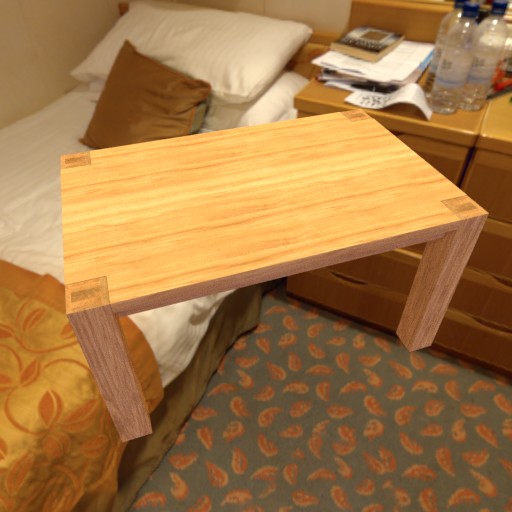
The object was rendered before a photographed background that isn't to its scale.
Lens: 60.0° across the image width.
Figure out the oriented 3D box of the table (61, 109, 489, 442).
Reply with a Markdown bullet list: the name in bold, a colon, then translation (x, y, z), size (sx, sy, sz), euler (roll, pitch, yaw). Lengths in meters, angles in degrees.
- **table**: translation (0.000, 0.000, 1.937), size (1.400, 0.760, 0.900), euler (-13, 44, -14)
